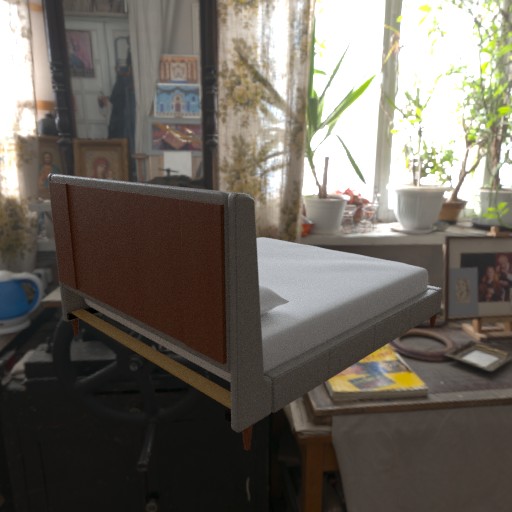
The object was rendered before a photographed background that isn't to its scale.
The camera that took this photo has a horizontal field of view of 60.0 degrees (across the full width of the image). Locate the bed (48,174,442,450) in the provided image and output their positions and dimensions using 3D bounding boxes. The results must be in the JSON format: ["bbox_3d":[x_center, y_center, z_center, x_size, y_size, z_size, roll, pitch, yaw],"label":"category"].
[{"bbox_3d":[0.000,0.000,3.501,2.062,1.289,2.342,13,19,43],"label":"bed"}]
